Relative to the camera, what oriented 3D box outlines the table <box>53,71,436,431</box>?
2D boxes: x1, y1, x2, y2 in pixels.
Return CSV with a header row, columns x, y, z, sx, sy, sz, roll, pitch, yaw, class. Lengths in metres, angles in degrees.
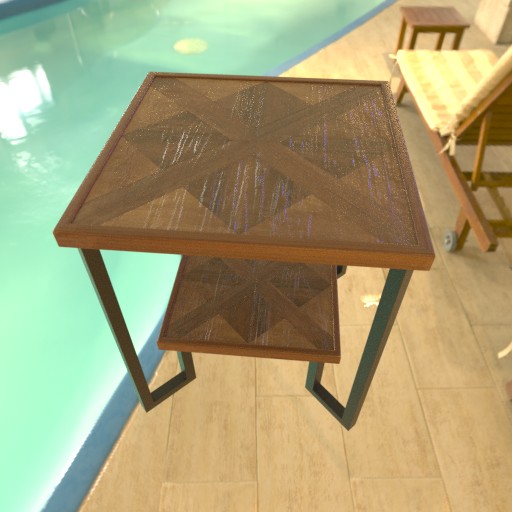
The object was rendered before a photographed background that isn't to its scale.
x,y,z,sx,sy,sz,roll,pitch,yaw,class
0.000,0.000,0.951,0.503,0.563,0.503,4,46,4,table
